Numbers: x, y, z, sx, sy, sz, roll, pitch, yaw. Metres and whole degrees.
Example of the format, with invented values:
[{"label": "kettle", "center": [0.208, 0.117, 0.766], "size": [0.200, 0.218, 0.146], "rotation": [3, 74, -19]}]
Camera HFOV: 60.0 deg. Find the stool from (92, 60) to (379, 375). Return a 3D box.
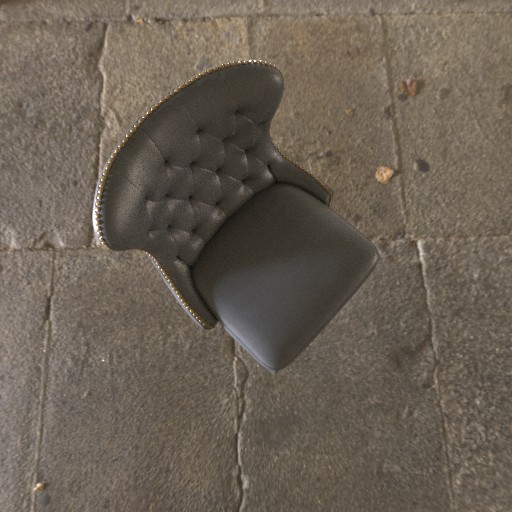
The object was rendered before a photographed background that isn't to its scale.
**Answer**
[{"label": "stool", "center": [0.000, 0.000, 1.309], "size": [0.593, 0.971, 0.528], "rotation": [42, 80, 9]}]
